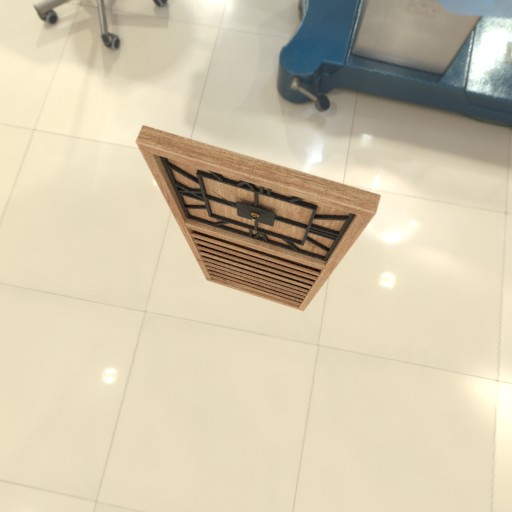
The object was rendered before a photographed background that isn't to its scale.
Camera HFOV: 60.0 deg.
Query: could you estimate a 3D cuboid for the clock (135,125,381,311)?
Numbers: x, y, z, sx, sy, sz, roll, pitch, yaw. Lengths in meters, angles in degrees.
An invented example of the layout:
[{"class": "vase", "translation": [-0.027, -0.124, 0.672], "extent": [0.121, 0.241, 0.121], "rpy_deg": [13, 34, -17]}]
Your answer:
[{"class": "clock", "translation": [0.000, 0.000, 1.099], "extent": [0.361, 0.965, 0.030], "rpy_deg": [17, 76, 5]}]
